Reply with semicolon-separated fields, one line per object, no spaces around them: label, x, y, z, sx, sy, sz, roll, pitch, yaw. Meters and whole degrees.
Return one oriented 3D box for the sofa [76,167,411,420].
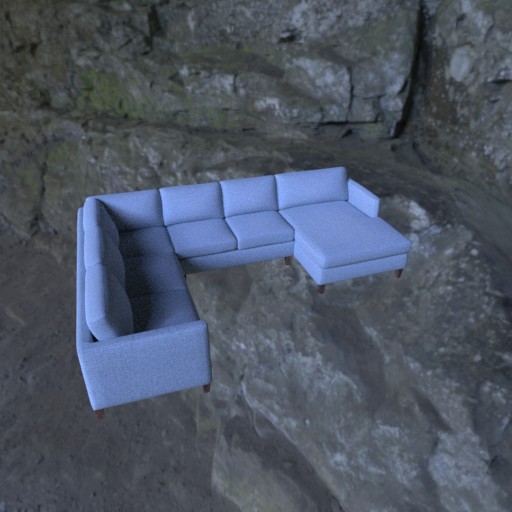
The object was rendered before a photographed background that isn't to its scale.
sofa;0.000;0.000;4.562;3.403;0.889;2.551;-10;32;-16
